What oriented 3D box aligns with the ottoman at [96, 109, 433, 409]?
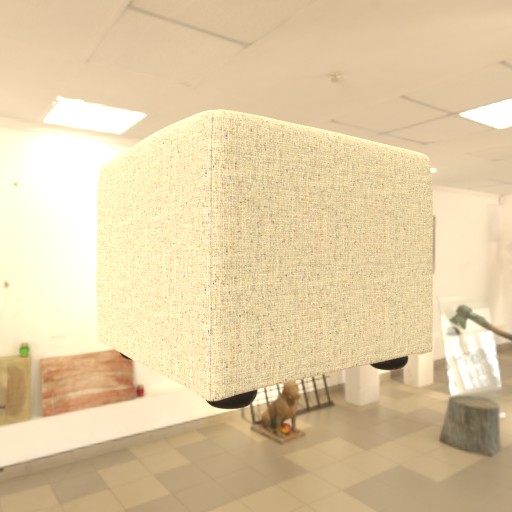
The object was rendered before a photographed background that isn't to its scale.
[{"bbox_3d":[0.000,0.000,0.927,0.521,0.453,0.512,0,0,-36],"label":"ottoman"}]
